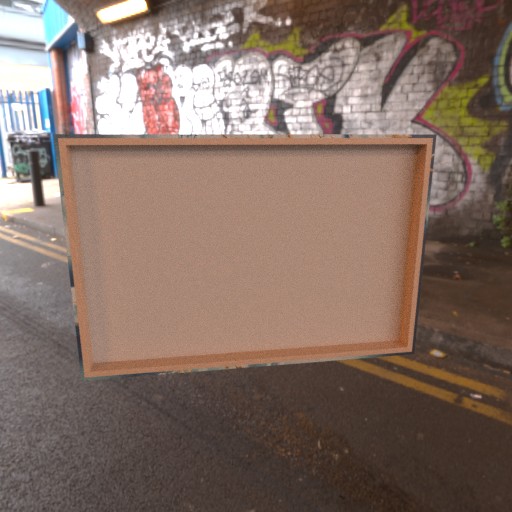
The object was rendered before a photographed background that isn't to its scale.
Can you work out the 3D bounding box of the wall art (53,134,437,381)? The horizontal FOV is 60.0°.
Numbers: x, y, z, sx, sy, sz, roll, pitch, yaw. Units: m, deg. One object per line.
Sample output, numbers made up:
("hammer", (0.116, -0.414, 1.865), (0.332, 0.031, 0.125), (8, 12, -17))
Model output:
("wall art", (0.000, 0.000, 0.766), (0.607, 0.405, 0.036), (-2, 15, -9))
